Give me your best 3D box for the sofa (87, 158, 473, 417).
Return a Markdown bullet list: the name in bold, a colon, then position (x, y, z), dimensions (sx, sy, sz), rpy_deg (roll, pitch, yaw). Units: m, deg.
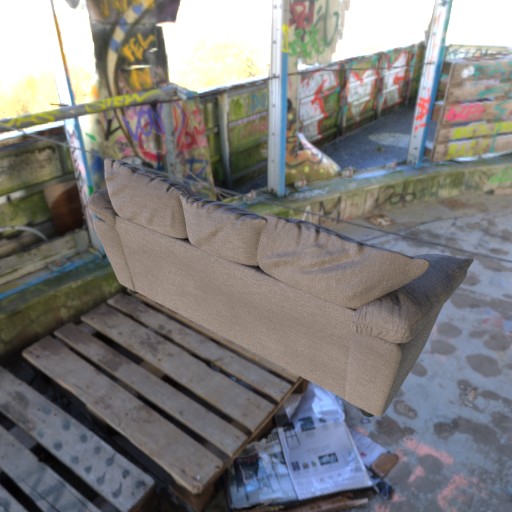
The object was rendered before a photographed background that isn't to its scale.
- **sofa**: position (0.000, 0.000, 2.880), dimensions (2.390, 1.043, 0.927), rpy_deg (21, 37, 31)
